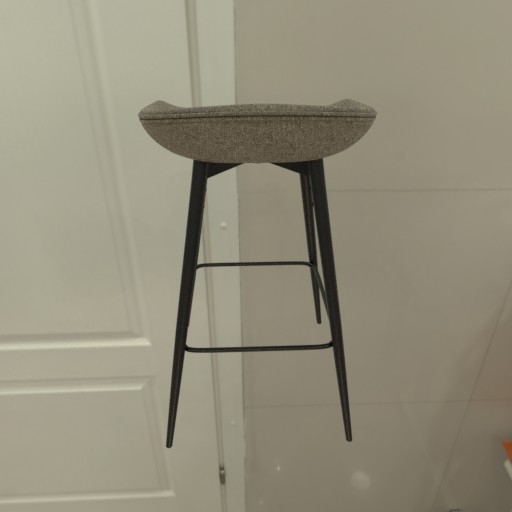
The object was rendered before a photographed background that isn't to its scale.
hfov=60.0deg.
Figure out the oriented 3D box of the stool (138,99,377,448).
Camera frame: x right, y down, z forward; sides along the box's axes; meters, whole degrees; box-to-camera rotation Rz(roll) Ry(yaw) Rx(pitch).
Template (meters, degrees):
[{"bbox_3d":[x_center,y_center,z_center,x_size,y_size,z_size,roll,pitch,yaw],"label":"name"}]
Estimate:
[{"bbox_3d":[0.000,0.000,1.108,0.469,0.814,0.480,-1,30,-2],"label":"stool"}]
